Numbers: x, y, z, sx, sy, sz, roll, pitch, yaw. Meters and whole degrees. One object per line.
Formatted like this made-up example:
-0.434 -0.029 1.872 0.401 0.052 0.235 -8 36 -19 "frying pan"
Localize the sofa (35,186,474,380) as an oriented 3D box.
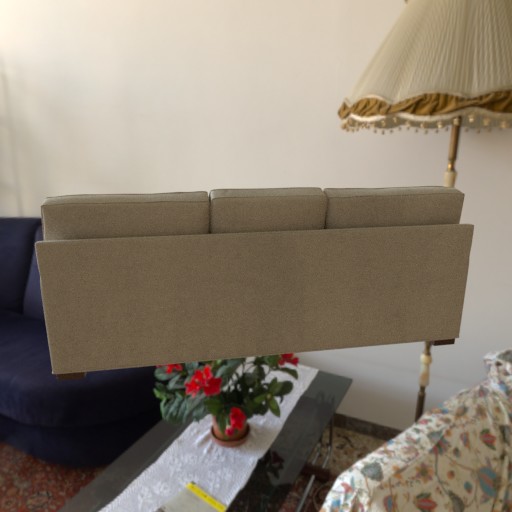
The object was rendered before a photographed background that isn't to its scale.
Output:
0.000 0.000 2.558 2.093 0.862 0.936 -3 16 -10 "sofa"
